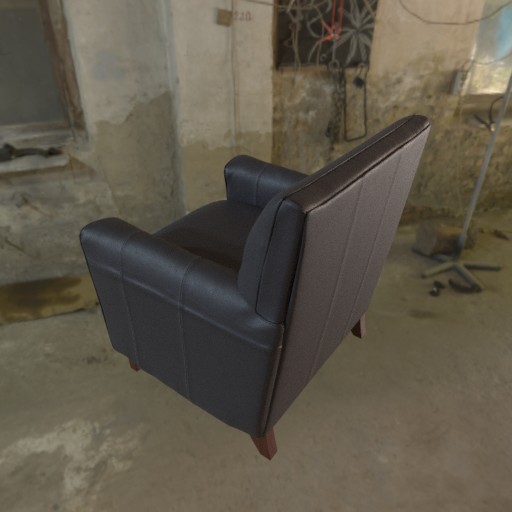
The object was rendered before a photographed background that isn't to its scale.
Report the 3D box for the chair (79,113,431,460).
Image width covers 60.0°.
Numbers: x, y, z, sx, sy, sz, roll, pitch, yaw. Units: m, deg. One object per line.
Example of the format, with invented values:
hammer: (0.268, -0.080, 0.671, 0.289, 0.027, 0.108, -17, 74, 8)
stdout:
chair: (0.000, 0.000, 1.579, 0.825, 0.943, 0.870, 21, 38, 30)
